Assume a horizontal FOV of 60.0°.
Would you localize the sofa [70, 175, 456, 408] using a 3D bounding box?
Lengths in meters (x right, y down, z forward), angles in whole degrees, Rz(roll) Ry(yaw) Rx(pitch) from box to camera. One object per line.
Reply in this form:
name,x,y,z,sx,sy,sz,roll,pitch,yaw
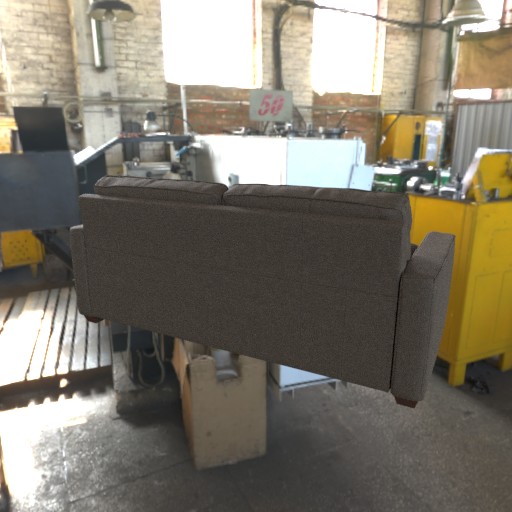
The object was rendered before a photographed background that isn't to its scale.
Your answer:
sofa,0.000,0.000,2.584,2.080,0.919,0.940,8,18,27
